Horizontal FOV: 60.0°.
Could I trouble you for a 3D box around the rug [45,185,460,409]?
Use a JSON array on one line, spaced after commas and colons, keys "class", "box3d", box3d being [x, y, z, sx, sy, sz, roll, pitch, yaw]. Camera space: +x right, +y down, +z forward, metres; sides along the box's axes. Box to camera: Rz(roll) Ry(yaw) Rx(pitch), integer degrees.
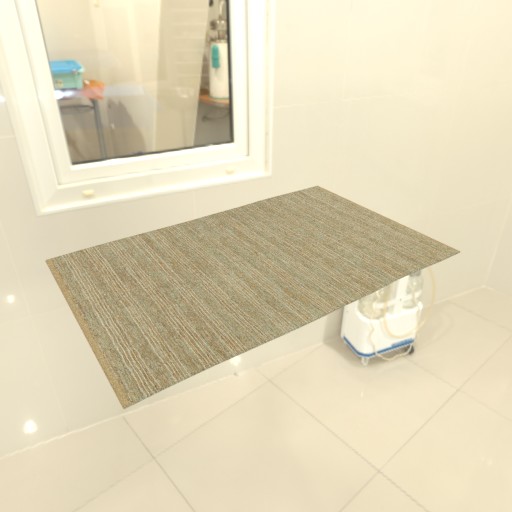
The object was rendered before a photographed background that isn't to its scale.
[{"class": "rug", "box3d": [0.000, 0.000, 3.077, 2.448, 0.012, 1.540, -19, 35, -29]}]
